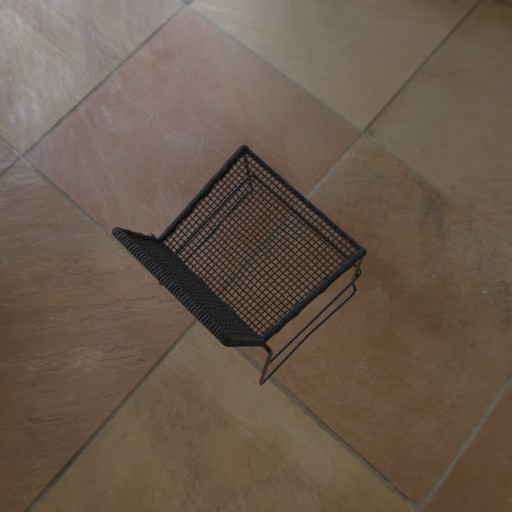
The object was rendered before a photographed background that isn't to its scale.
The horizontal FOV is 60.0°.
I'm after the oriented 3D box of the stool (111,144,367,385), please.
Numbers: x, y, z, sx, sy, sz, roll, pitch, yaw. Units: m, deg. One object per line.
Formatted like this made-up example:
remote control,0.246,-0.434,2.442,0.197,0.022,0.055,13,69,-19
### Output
stool,0.000,0.000,1.268,0.590,0.905,0.509,43,79,10
